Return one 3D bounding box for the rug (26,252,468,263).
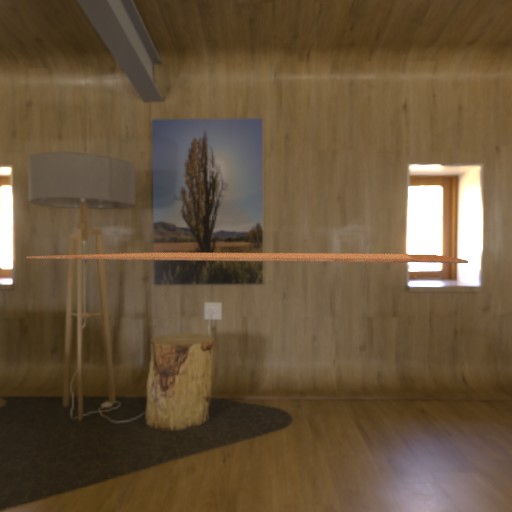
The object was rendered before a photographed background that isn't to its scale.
[{"bbox_3d":[0.000,0.000,3.049,2.438,0.014,1.524,0,1,17],"label":"rug"}]
